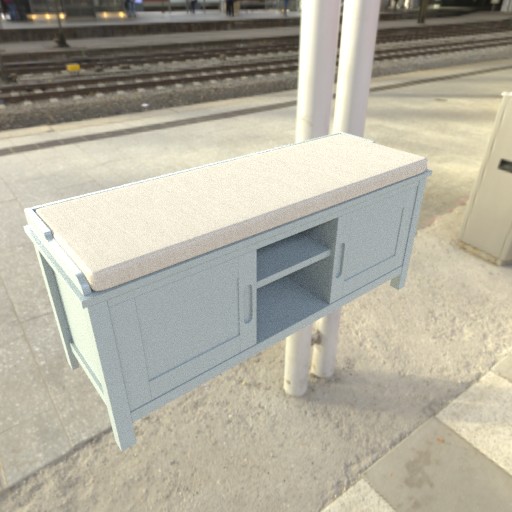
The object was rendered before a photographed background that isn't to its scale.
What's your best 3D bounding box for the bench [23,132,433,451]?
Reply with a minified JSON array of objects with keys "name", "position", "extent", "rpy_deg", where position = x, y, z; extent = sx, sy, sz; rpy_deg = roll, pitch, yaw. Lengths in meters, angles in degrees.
[{"name":"bench","position":[0.000,0.000,1.360],"extent":[1.140,0.501,0.398],"rpy_deg":[-22,37,-32]}]
